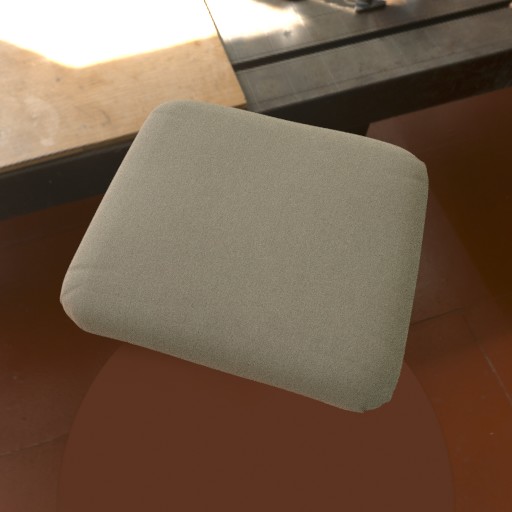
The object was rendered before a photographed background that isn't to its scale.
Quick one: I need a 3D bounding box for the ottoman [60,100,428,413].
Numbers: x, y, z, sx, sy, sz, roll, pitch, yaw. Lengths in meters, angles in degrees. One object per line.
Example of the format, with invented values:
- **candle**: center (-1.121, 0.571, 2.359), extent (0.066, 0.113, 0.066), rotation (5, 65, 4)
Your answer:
- **ottoman**: center (0.000, 0.000, 1.140), extent (0.746, 0.450, 0.639), rotation (15, 65, 7)
